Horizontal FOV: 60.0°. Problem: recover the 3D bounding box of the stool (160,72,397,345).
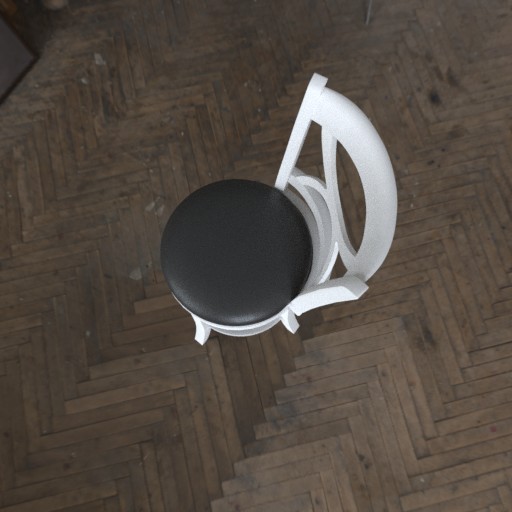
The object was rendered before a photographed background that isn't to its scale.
[{"bbox_3d":[0.000,0.000,1.251,0.508,0.953,0.444,-7,75,-2],"label":"stool"}]
